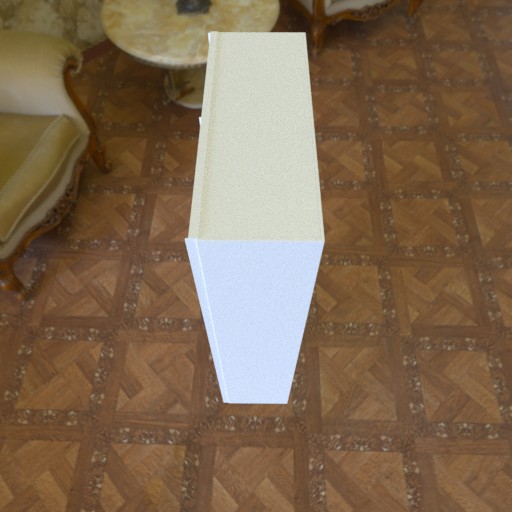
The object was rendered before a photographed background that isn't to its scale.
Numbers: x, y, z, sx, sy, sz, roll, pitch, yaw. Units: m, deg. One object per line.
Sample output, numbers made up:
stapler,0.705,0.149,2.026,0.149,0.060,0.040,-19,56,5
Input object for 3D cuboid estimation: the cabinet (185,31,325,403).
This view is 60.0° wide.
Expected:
cabinet,0.000,0.000,2.756,0.480,2.160,1.250,0,57,0
